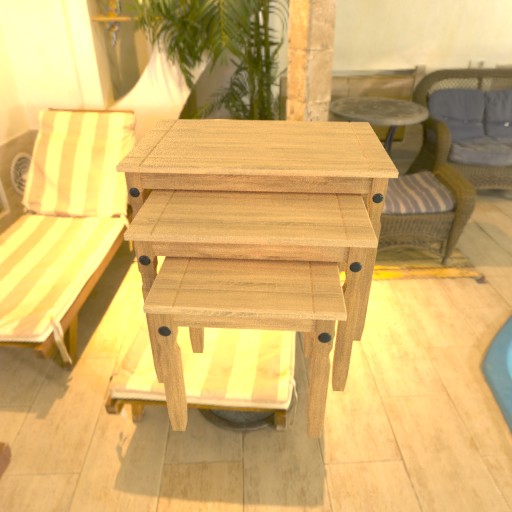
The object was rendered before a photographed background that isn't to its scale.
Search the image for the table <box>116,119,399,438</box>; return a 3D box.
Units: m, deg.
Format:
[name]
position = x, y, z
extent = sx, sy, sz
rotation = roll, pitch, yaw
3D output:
[table]
position = 0.000, 0.000, 1.209
extent = 0.660, 0.535, 0.773
rotation = 2, 31, 3
